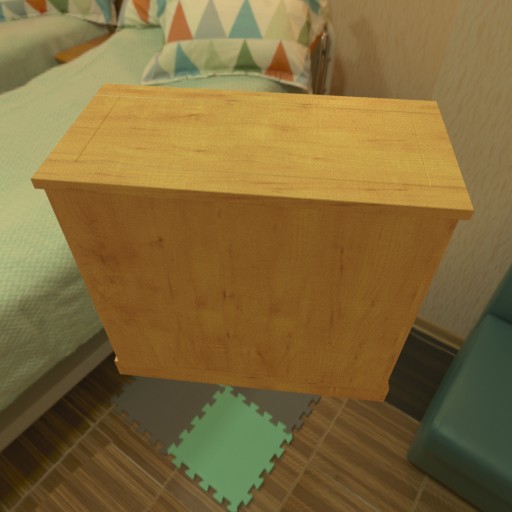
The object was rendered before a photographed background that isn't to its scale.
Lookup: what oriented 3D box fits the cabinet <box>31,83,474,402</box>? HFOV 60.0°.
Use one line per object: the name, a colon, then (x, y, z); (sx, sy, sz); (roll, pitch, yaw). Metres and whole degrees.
cabinet: (0.000, 0.000, 1.370); (0.920, 0.840, 0.450); (5, 47, 4)
